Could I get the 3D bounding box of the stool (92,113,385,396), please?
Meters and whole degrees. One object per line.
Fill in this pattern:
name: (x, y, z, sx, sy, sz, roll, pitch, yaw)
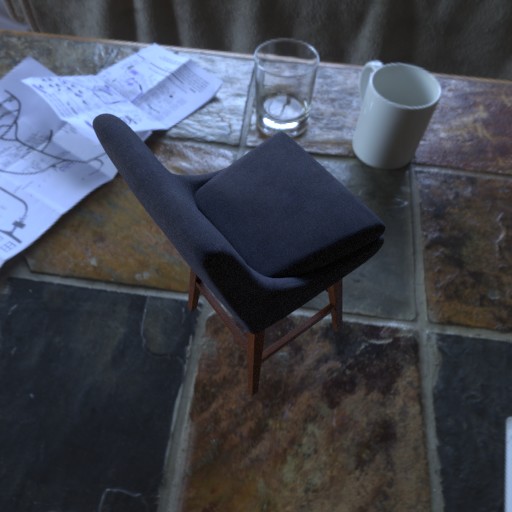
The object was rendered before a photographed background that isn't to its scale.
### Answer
stool: (0.000, 0.000, 1.361, 0.572, 1.068, 0.489, -32, 64, -18)
